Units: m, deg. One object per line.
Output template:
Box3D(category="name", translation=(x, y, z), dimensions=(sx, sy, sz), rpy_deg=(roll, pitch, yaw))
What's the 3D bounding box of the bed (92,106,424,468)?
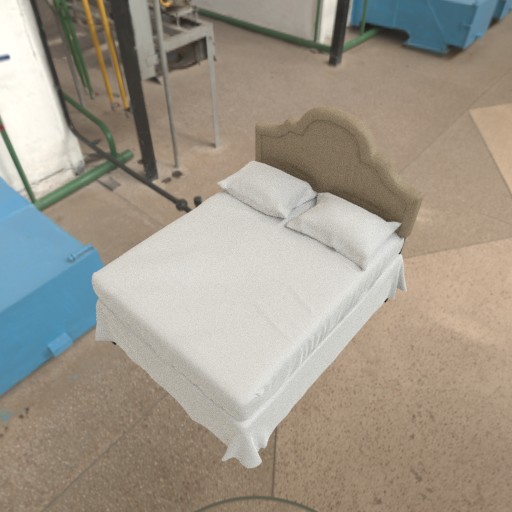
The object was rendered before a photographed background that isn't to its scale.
Box3D(category="bed", translation=(0.000, 0.000, 3.383), dimensions=(1.780, 1.634, 2.222), rpy_deg=(32, 54, 27))
